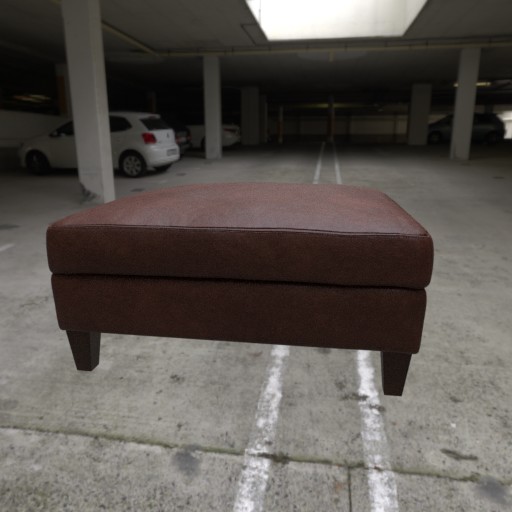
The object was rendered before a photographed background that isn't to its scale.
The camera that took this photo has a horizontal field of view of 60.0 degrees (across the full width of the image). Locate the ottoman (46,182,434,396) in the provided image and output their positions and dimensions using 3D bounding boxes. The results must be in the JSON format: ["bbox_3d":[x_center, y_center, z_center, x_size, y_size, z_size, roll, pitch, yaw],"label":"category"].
[{"bbox_3d":[0.000,0.000,1.324,0.844,0.415,0.836,2,14,8],"label":"ottoman"}]
